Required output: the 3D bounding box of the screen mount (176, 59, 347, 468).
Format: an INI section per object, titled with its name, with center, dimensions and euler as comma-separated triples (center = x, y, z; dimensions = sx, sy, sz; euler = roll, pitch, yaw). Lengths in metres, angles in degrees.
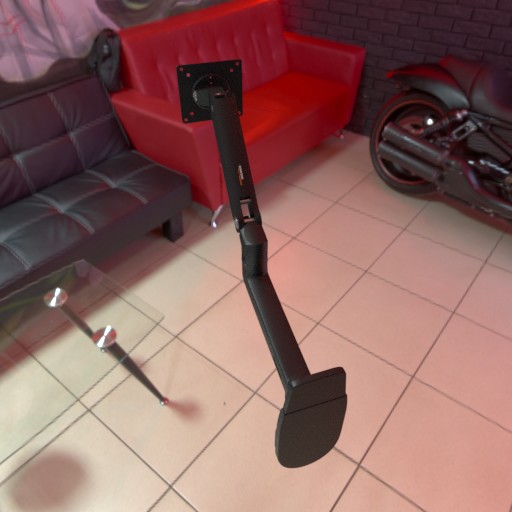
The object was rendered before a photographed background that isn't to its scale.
[screen mount]
center = 0.000, 0.000, 0.725
dimensions = 0.115, 0.466, 0.495
euler = -12, 42, -14
